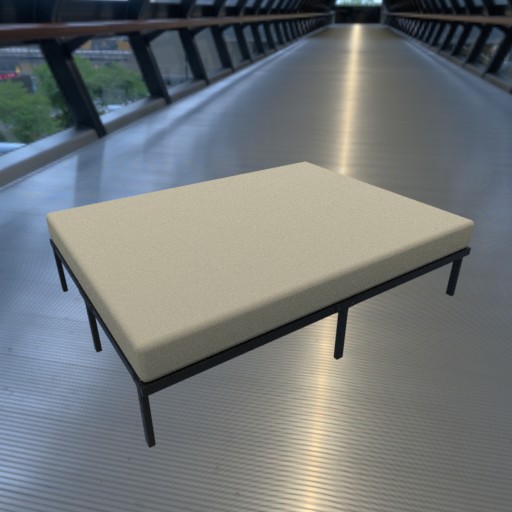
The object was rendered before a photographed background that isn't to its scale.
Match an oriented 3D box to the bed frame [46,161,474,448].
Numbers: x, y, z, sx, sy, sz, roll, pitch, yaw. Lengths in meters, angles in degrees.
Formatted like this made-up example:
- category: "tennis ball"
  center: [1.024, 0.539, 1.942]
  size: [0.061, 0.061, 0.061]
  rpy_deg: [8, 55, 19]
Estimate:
- category: "bed frame"
  center: [0.000, 0.000, 3.501]
  size: [2.635, 0.680, 1.990]
  rpy_deg: [-17, 32, -30]
